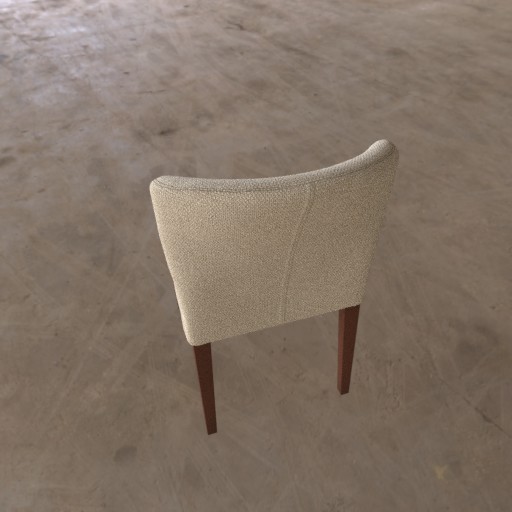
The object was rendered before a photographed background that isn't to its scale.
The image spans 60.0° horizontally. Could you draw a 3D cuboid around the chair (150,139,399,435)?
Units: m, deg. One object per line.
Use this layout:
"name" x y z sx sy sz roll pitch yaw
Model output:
"chair" 0.000 0.000 1.194 0.491 0.839 0.589 -12 44 -13
